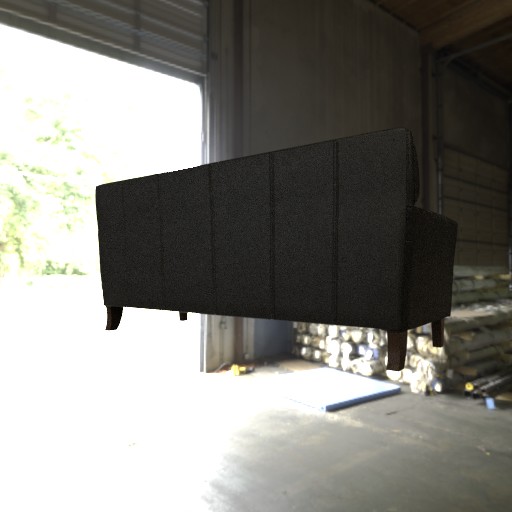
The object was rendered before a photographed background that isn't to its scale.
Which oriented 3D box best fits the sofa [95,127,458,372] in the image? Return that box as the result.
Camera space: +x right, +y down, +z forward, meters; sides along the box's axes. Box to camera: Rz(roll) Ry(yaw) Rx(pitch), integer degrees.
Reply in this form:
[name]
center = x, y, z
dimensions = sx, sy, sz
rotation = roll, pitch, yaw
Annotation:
[sofa]
center = 0.000, 0.000, 2.589
dimensions = 2.053, 0.947, 0.805
rotation = -1, -2, 37
